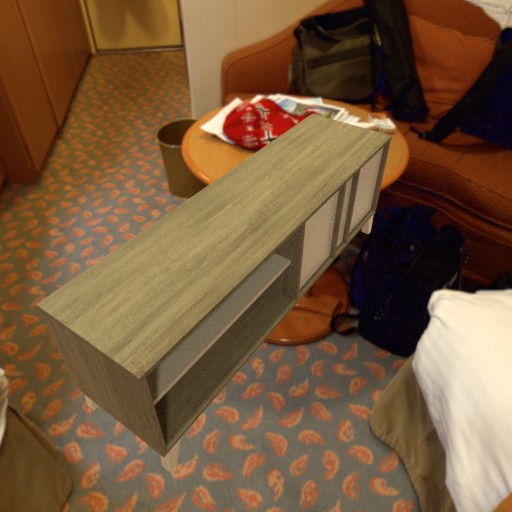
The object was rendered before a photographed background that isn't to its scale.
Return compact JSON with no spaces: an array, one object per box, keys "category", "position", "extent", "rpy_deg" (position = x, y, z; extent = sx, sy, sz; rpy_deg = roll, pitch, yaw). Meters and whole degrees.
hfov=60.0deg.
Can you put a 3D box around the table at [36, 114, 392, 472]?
[{"category":"table","position":[0.000,0.000,1.749],"extent":[0.400,0.530,1.500],"rpy_deg":[25,47,26]}]
